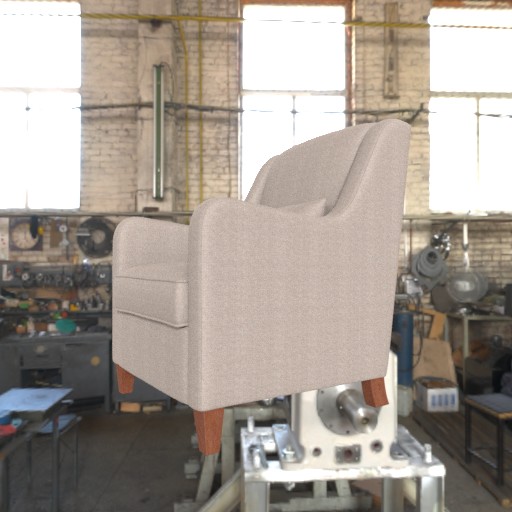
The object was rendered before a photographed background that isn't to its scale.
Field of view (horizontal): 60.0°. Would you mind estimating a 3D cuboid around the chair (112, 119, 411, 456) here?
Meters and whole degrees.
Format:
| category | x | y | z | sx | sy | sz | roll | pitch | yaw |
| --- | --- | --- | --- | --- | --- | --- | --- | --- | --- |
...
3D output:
| category | x | y | z | sx | sy | sz | roll | pitch | yaw |
| --- | --- | --- | --- | --- | --- | --- | --- | --- | --- |
| chair | 0.000 | 0.000 | 1.618 | 0.890 | 1.017 | 0.715 | 1 | -1 | -35 |
